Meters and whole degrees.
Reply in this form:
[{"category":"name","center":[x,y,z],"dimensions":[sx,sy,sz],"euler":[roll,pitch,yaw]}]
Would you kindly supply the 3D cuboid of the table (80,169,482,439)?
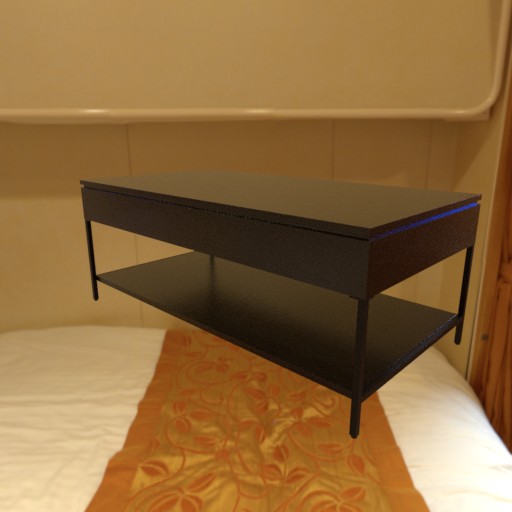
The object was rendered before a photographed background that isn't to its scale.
[{"category":"table","center":[0.000,0.000,1.388],"dimensions":[1.095,0.435,0.574],"euler":[15,22,42]}]
